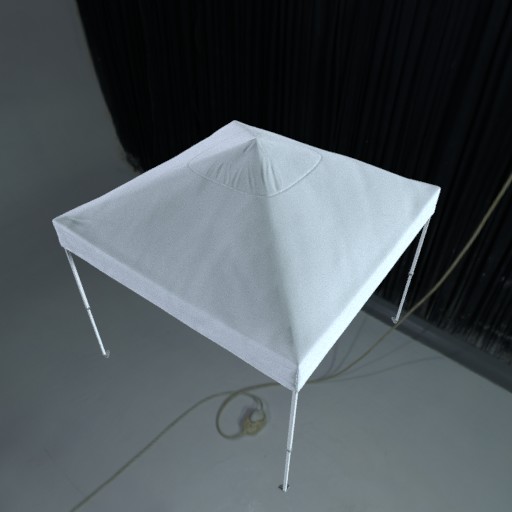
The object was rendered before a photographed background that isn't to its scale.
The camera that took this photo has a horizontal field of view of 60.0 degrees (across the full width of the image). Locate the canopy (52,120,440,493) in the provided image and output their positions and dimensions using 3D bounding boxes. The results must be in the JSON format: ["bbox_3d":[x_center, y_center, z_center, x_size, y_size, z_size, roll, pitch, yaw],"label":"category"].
[{"bbox_3d":[0.000,0.000,5.229,2.998,2.997,2.996,26,47,27],"label":"canopy"}]
